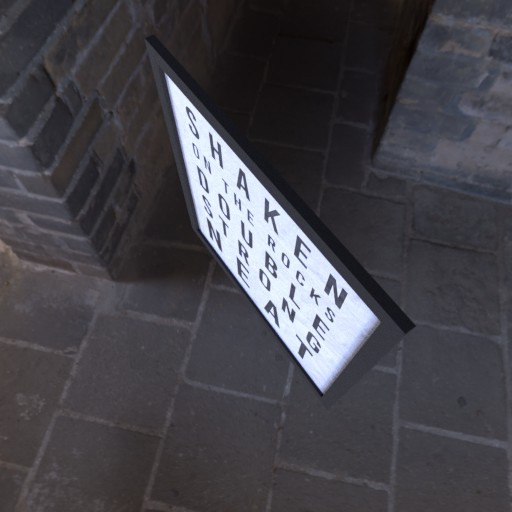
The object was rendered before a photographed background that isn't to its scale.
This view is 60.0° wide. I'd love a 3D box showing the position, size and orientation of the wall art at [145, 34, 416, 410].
[{"bbox_3d":[0.000,0.000,0.664,0.013,0.458,0.456,-32,68,-15],"label":"wall art"}]
